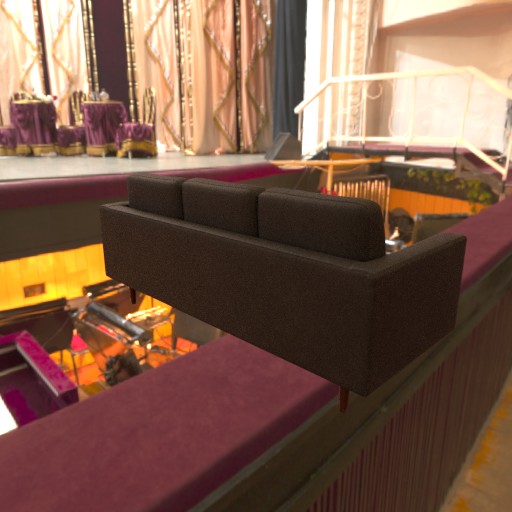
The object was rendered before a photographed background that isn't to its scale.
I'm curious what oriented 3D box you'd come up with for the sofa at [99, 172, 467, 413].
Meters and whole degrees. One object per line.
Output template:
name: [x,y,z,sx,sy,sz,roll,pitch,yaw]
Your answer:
sofa: [0.000,0.000,2.564,2.029,0.899,0.879,15,22,43]
